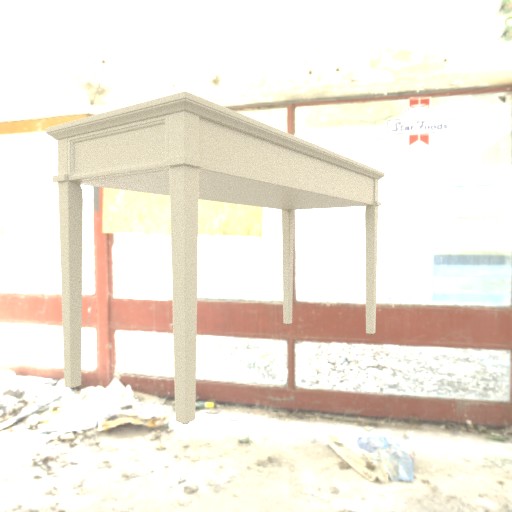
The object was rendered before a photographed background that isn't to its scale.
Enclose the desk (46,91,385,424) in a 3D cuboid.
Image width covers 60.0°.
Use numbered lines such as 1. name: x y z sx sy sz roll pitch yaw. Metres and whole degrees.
1. desk: 0.000 0.000 1.718 0.559 0.774 1.372 1 2 34
